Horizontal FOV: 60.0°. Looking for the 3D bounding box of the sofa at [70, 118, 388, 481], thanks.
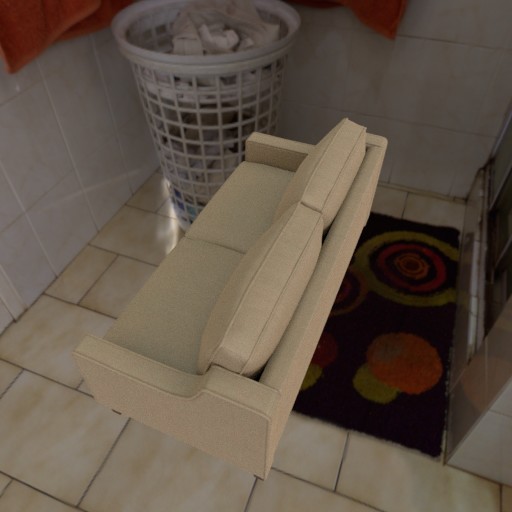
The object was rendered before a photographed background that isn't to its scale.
[{"bbox_3d":[0.000,0.000,2.786,1.066,1.071,2.178,17,49,16],"label":"sofa"}]
